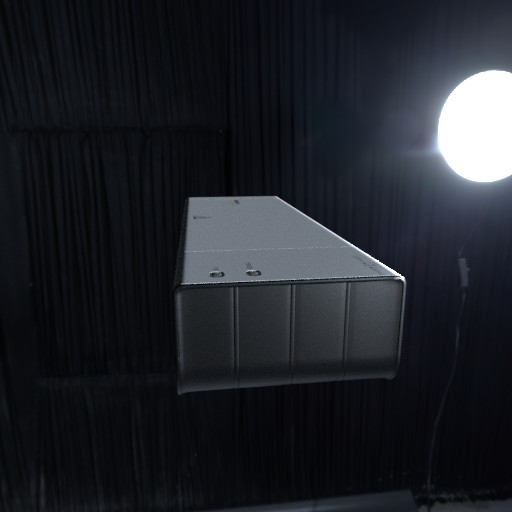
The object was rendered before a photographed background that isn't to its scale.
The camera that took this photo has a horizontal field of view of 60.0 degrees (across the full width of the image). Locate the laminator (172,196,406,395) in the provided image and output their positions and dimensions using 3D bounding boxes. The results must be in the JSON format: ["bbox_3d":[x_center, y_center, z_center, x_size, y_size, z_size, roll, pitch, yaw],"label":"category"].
[{"bbox_3d":[0.000,0.000,0.377,0.123,0.062,0.340,-2,14,-8],"label":"laminator"}]
